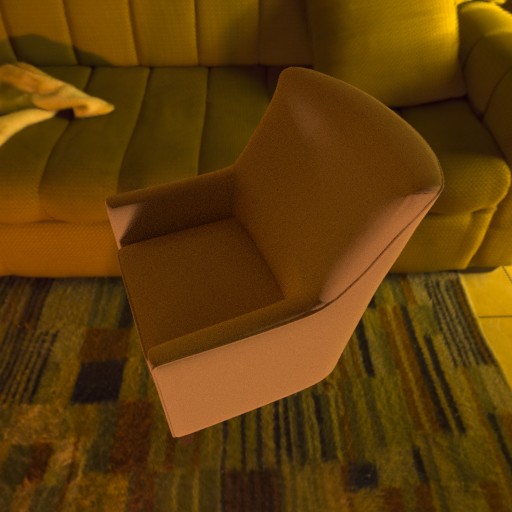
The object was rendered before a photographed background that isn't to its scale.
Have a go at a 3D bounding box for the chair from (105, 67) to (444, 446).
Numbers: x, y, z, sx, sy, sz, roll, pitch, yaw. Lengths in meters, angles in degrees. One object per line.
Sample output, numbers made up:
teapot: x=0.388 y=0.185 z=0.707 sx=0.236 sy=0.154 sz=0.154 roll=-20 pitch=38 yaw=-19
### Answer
chair: x=0.000 y=0.000 z=1.498 sx=0.879 sy=0.916 sz=0.756 roll=-16 pitch=48 yaw=-15
